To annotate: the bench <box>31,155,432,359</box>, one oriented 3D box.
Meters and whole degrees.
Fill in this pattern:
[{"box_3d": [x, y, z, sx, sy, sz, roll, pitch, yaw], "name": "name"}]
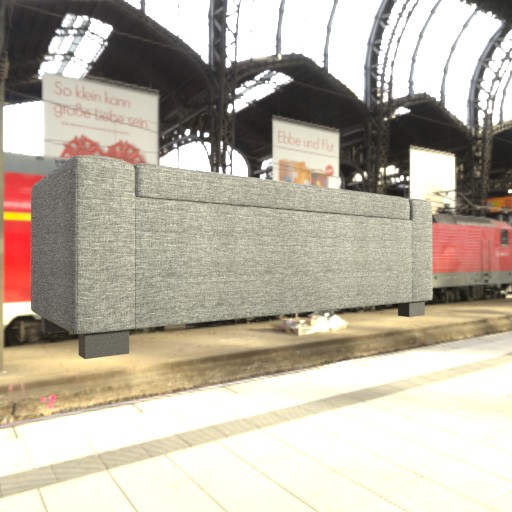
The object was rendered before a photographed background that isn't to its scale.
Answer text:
[{"box_3d": [0.000, 0.000, 1.493, 1.296, 0.445, 0.508, 0, 0, -36], "name": "bench"}]
